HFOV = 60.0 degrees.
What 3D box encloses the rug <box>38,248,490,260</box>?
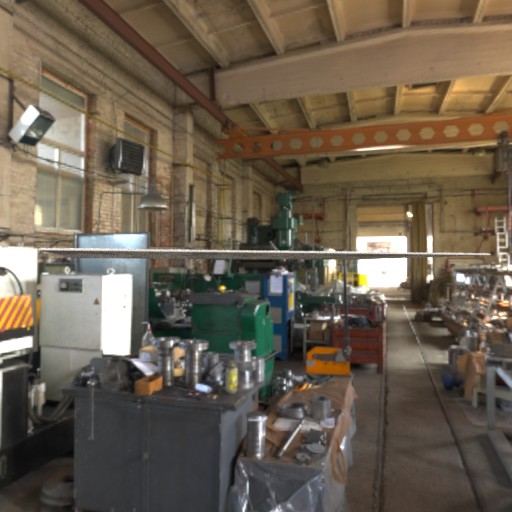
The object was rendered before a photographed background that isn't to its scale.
[{"bbox_3d":[0.000,0.000,3.003,2.431,0.012,1.536,0,-2,-17],"label":"rug"}]
